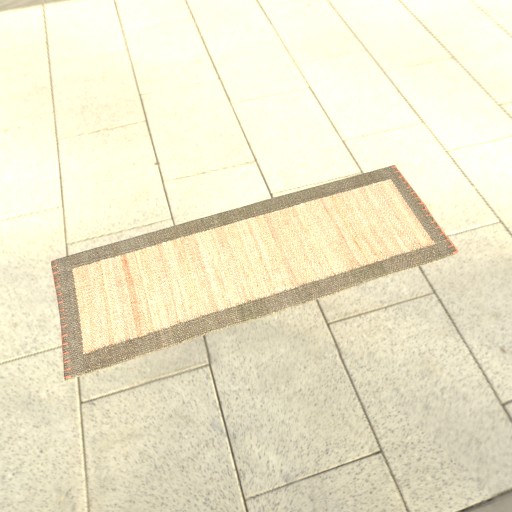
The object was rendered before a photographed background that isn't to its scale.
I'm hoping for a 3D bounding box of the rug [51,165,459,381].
[{"bbox_3d":[0.000,0.000,2.753,2.413,0.016,0.810,-16,58,-11],"label":"rug"}]
